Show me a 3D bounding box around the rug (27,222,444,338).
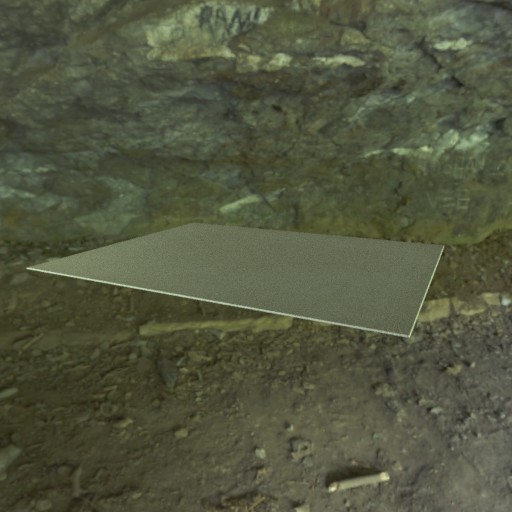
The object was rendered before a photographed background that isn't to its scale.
[{"bbox_3d":[0.000,0.000,3.464,2.584,0.011,2.073,7,16,26],"label":"rug"}]
